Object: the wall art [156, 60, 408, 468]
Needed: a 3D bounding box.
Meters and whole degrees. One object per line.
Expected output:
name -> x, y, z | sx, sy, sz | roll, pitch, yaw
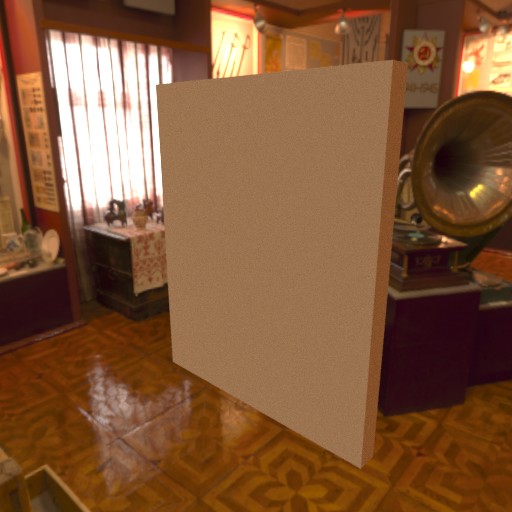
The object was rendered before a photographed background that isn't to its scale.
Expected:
wall art -> 0.000, 0.000, 0.731 | 0.451, 0.553, 0.039 | 15, 22, 41
